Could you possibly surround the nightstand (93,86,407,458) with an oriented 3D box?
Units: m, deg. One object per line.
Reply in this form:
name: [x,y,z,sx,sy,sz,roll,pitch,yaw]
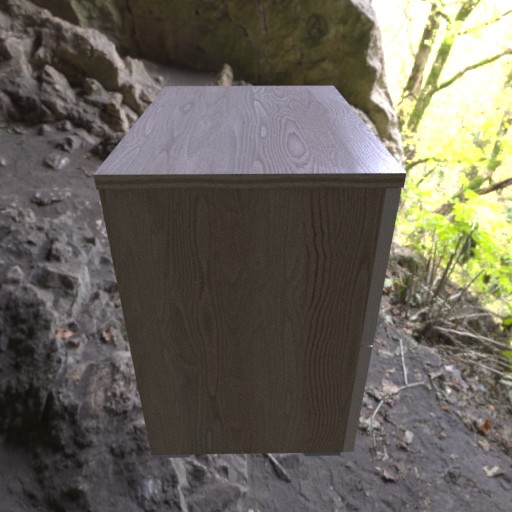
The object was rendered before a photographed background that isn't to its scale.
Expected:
nightstand: [0.000,0.000,0.745,0.325,0.461,0.442,0,32,-1]
